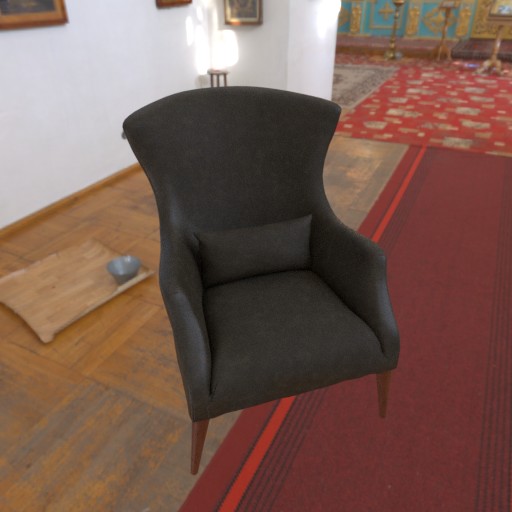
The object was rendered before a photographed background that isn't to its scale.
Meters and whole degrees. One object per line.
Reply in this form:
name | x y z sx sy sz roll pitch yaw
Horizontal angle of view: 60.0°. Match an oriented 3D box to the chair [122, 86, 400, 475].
chair | 0.000 0.000 1.688 0.819 1.068 0.954 -10 32 -16
